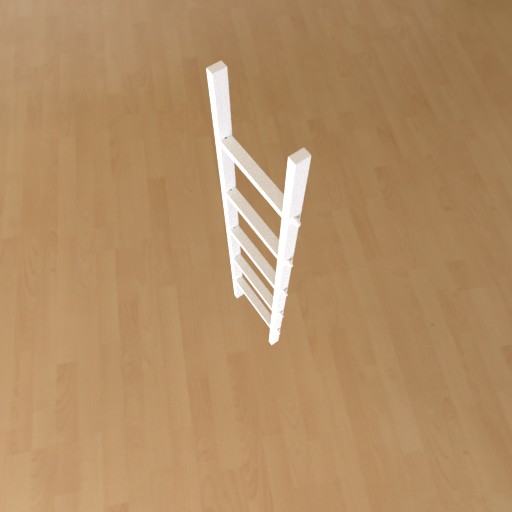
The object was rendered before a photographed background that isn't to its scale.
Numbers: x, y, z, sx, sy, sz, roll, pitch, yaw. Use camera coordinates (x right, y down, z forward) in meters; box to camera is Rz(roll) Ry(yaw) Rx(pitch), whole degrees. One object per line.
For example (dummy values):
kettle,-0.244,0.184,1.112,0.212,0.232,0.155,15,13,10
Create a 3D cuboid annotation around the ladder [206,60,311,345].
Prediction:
ladder,0.000,0.000,1.968,0.051,1.797,0.452,-33,69,-14
